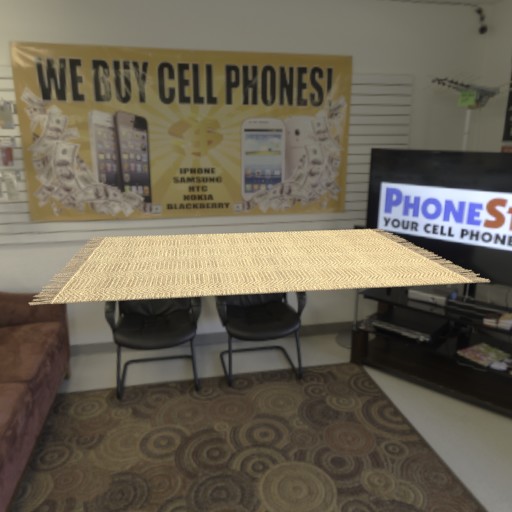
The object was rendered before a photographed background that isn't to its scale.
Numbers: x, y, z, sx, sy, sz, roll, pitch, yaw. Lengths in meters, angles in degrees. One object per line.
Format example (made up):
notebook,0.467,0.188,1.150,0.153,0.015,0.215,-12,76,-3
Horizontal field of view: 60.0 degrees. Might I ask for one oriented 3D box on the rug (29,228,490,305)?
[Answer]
rug,0.000,0.000,3.089,2.523,0.034,1.528,-2,15,-8
